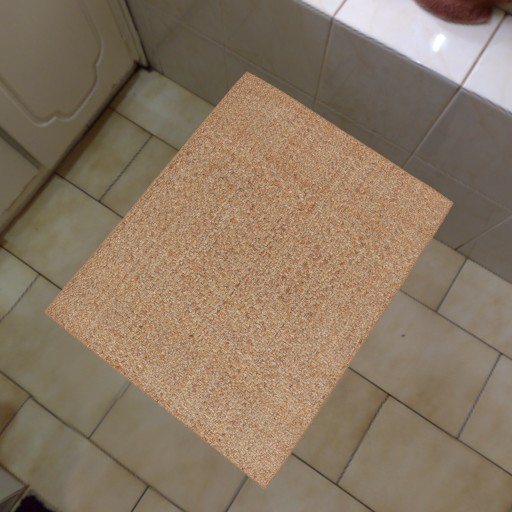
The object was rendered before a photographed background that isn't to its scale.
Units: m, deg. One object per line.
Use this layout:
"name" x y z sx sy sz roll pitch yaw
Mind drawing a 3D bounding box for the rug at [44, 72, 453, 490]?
"rug" 0.000 0.000 4.029 2.439 0.013 3.048 35 79 8
